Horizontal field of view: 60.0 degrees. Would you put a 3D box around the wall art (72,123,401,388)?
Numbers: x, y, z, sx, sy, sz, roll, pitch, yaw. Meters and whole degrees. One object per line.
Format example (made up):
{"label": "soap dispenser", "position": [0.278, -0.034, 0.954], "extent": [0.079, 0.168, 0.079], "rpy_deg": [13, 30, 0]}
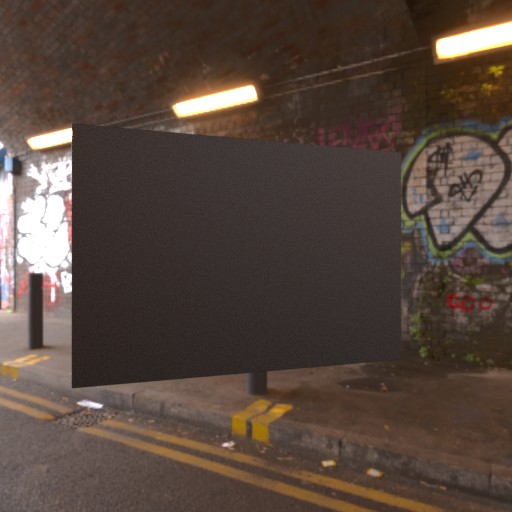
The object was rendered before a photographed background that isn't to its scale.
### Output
{"label": "wall art", "position": [0.000, 0.000, 1.548], "extent": [1.192, 0.811, 0.013], "rpy_deg": [0, 0, -18]}
